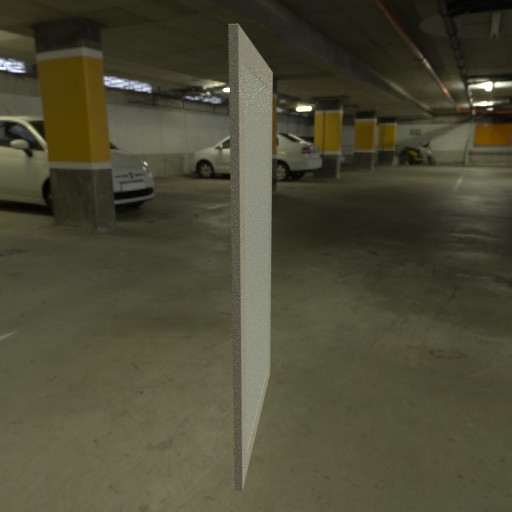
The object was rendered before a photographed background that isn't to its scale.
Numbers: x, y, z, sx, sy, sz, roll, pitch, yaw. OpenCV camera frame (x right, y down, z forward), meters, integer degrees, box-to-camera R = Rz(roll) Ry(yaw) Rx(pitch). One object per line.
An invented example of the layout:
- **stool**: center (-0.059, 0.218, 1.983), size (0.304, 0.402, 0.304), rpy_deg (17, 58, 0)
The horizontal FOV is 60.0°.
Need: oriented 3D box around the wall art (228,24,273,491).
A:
- **wall art**: center (0.000, 0.000, 0.810), size (0.013, 0.683, 0.380), rpy_deg (2, 14, 8)
